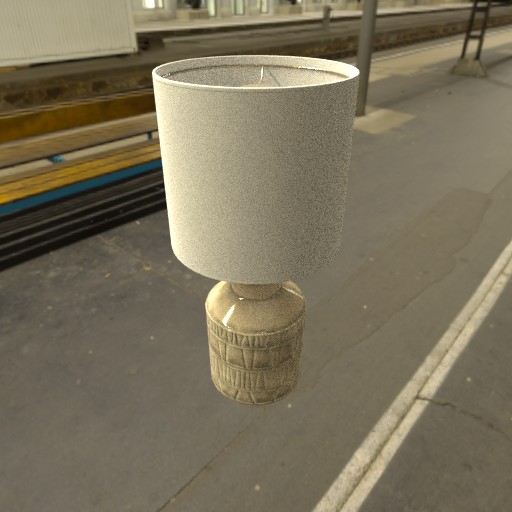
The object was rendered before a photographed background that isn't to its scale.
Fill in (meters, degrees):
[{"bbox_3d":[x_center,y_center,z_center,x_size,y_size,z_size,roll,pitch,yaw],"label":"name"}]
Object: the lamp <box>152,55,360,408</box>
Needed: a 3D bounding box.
[{"bbox_3d":[0.000,0.000,0.578,0.211,0.455,0.211,10,33,16],"label":"lamp"}]
